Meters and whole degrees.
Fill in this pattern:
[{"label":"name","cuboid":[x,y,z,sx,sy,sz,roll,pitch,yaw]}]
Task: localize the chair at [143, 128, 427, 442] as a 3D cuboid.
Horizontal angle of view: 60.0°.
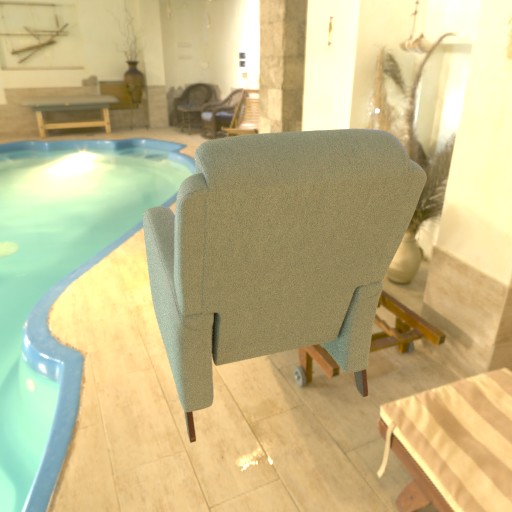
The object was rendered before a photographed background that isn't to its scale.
[{"label":"chair","cuboid":[0.000,0.000,1.750,0.785,1.067,0.988,-8,26,-17]}]
